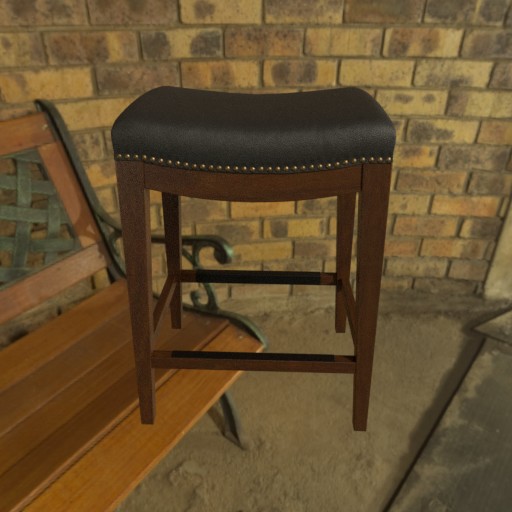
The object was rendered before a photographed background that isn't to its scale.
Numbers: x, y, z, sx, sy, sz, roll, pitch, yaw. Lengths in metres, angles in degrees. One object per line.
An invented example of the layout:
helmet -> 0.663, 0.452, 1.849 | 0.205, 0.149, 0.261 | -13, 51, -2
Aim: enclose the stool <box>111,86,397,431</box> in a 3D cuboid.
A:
stool -> 0.000, 0.000, 0.955 | 0.490, 0.664, 0.353 | 1, 30, 2
